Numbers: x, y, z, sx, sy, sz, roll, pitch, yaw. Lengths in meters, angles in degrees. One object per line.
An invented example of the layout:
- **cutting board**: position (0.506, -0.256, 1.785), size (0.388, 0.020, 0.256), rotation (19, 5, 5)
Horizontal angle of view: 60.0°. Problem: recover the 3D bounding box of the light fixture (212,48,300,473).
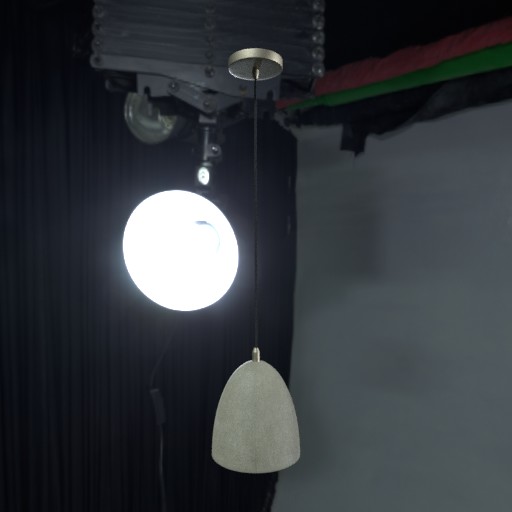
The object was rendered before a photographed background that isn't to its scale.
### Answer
- **light fixture**: position (0.000, 0.000, 0.860), size (0.170, 0.759, 0.170), rotation (0, 0, 36)
